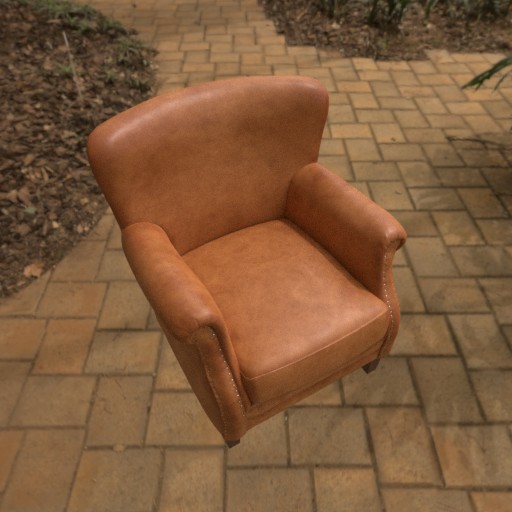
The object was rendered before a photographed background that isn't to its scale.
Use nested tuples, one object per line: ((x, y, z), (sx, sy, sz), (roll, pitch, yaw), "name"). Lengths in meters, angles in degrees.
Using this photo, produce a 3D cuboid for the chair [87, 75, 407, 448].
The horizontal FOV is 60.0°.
((0.000, 0.000, 1.590), (0.861, 0.936, 0.921), (-22, 49, -20), "chair")
